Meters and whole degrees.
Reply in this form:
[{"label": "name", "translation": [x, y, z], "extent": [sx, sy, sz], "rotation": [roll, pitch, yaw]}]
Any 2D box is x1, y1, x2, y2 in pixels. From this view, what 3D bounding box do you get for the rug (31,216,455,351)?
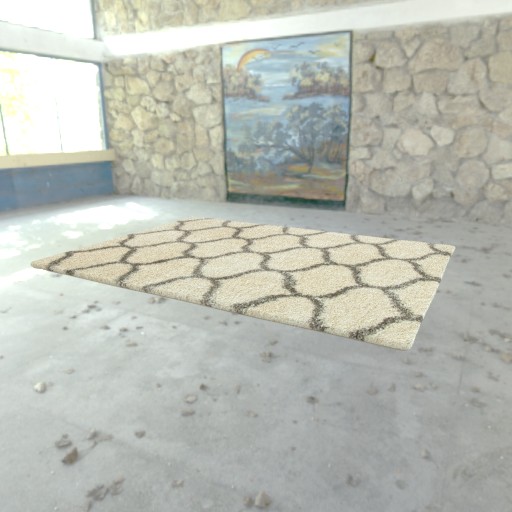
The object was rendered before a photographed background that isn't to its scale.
[{"label": "rug", "translation": [0.000, 0.000, 2.062], "extent": [1.600, 0.025, 1.200], "rotation": [9, 18, 27]}]
